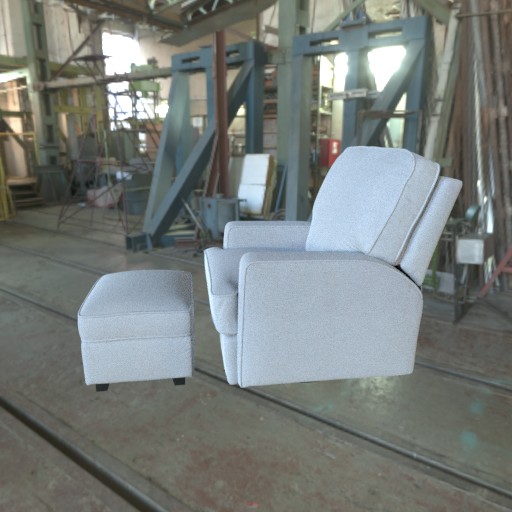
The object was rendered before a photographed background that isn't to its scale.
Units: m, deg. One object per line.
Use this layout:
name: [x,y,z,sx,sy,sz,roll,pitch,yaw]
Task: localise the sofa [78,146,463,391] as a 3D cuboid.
sofa: [0.000,0.000,2.002,1.472,0.959,0.861,-2,15,-8]
